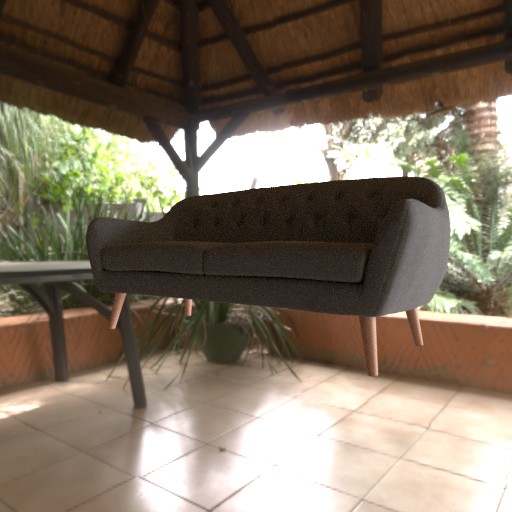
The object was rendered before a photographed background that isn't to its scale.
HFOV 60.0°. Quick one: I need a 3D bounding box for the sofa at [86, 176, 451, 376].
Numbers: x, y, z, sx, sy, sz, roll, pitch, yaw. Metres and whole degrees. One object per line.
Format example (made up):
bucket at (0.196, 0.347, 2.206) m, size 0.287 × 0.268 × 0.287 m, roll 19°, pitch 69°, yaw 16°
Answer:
sofa at (0.000, 0.000, 2.276) m, size 1.840 × 0.820 × 0.820 m, roll 1°, pitch 1°, yaw 36°
